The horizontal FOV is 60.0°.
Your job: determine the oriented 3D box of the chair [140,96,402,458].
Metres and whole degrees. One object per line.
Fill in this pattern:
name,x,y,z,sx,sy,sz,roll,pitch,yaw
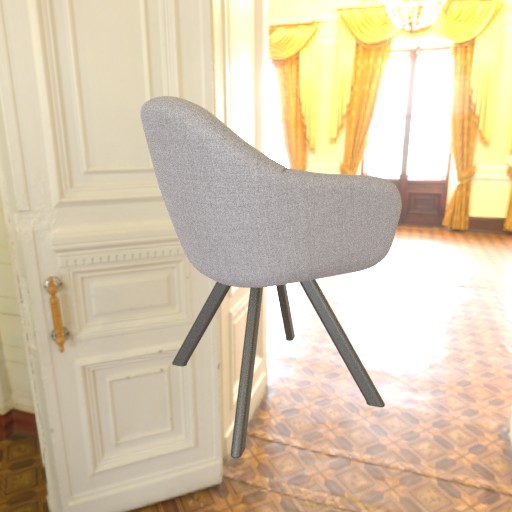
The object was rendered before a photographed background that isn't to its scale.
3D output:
chair,0.000,0.000,1.192,0.550,0.795,0.590,-8,18,-26
